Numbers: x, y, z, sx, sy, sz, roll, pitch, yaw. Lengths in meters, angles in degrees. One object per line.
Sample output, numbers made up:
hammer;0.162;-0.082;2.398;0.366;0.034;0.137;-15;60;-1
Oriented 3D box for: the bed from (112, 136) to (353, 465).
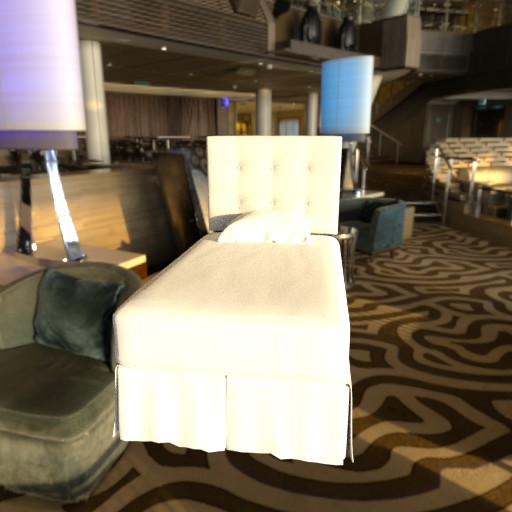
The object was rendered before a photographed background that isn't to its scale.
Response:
bed;0.000;0.000;2.987;1.261;1.571;1.997;2;15;8
